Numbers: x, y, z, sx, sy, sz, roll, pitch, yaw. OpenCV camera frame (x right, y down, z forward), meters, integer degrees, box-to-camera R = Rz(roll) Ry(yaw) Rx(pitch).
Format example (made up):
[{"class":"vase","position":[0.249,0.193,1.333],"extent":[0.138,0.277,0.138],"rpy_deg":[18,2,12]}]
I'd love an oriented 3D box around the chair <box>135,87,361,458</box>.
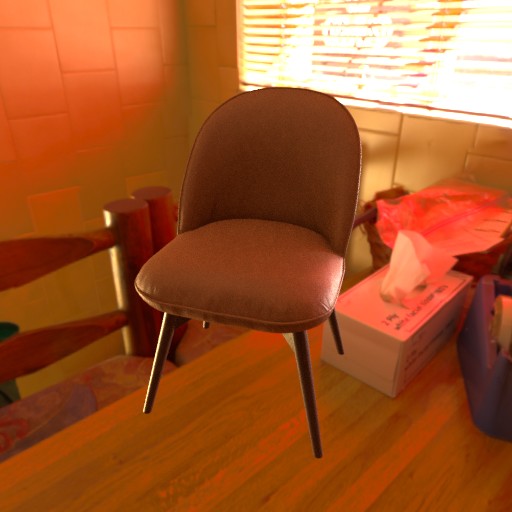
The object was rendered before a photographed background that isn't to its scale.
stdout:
[{"class":"chair","position":[0.000,0.000,1.241],"extent":[0.521,0.831,0.631],"rpy_deg":[8,28,16]}]
